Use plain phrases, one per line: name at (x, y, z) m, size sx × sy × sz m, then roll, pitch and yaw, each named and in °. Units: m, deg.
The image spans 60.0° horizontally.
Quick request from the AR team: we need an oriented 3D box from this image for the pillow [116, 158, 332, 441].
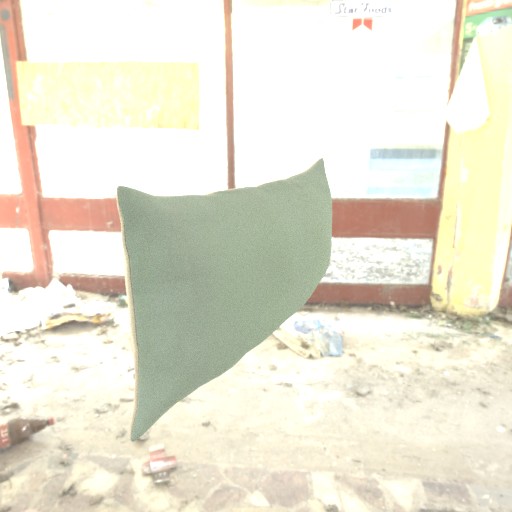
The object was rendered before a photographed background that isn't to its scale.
pillow at (0.000, 0.000, 0.713) m, size 0.151 × 0.287 × 0.610 m, roll 7°, pitch 17°, yaw 26°
